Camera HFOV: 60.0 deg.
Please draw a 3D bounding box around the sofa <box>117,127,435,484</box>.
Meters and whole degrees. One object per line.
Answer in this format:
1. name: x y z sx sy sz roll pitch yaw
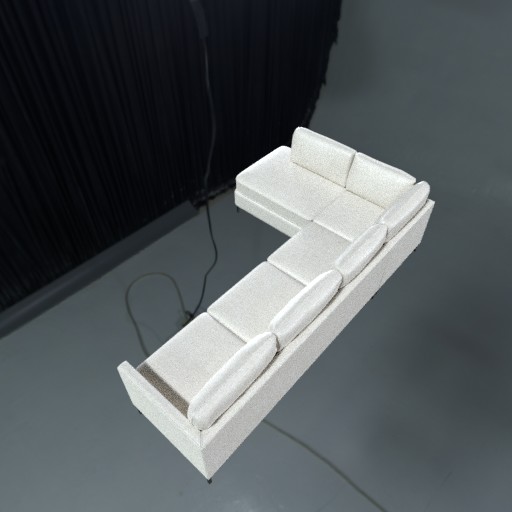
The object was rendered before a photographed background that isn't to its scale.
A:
1. sofa: 0.000 0.000 4.361 2.048 0.996 3.384 33 54 27
